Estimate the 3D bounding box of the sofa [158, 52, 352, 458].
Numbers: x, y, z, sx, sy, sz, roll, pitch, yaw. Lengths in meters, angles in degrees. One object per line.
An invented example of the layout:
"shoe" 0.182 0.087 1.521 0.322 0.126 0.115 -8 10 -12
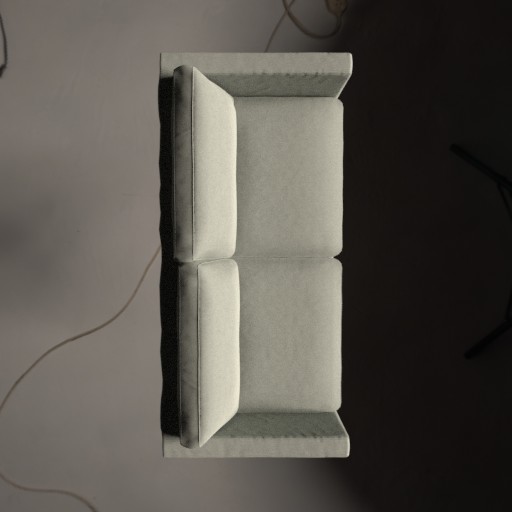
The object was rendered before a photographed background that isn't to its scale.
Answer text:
"sofa" 0.000 0.000 2.426 0.940 0.870 1.987 0 92 0
